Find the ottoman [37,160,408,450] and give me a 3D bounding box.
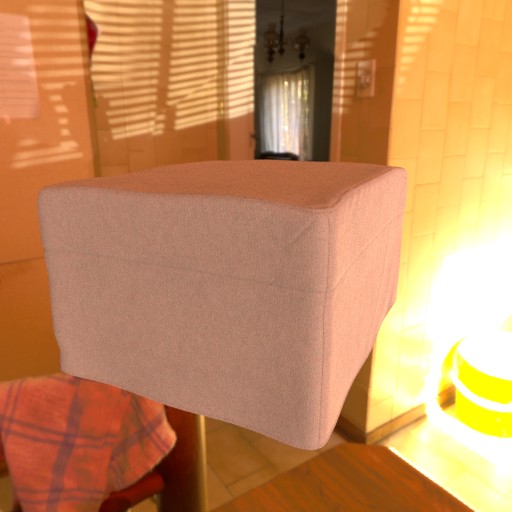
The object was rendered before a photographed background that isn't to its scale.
[{"bbox_3d":[0.000,0.000,1.192,0.648,0.461,0.833,8,18,25],"label":"ottoman"}]
